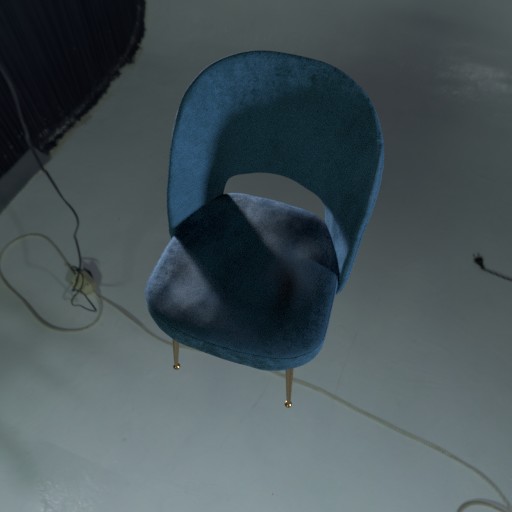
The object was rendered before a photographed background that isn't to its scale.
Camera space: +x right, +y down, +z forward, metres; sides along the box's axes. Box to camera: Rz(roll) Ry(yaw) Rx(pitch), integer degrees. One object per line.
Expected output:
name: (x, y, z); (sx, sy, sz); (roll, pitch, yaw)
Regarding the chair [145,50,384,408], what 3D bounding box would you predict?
chair: (0.000, 0.000, 1.226); (0.527, 0.860, 0.577); (16, 59, 10)
